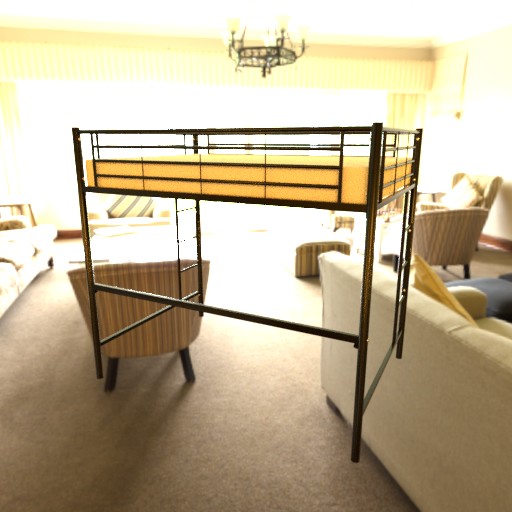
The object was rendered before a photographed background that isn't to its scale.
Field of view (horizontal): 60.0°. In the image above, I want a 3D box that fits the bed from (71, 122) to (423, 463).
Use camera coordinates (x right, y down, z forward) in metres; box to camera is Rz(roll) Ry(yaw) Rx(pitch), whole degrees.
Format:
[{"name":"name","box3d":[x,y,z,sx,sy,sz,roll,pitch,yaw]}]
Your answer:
[{"name":"bed","box3d":[0.000,0.000,3.245,1.994,1.803,1.397,7,16,26]}]
